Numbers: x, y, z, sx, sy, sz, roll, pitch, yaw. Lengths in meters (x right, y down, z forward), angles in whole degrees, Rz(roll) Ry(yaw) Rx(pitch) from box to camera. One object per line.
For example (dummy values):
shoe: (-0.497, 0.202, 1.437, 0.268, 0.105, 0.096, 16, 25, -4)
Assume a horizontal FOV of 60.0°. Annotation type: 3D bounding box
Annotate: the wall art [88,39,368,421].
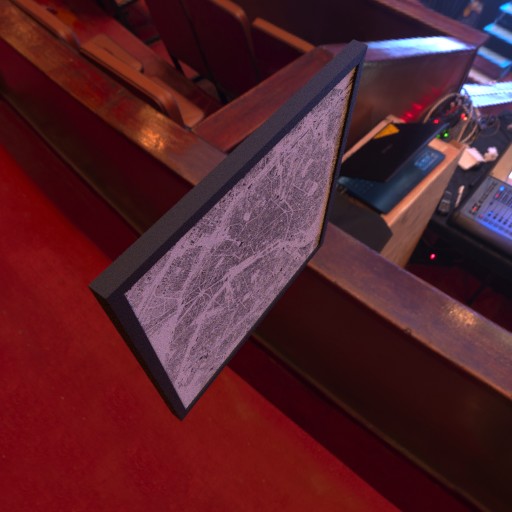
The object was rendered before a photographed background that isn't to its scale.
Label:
wall art: (0.000, 0.000, 1.116, 0.037, 0.763, 0.763, 32, 63, 19)
